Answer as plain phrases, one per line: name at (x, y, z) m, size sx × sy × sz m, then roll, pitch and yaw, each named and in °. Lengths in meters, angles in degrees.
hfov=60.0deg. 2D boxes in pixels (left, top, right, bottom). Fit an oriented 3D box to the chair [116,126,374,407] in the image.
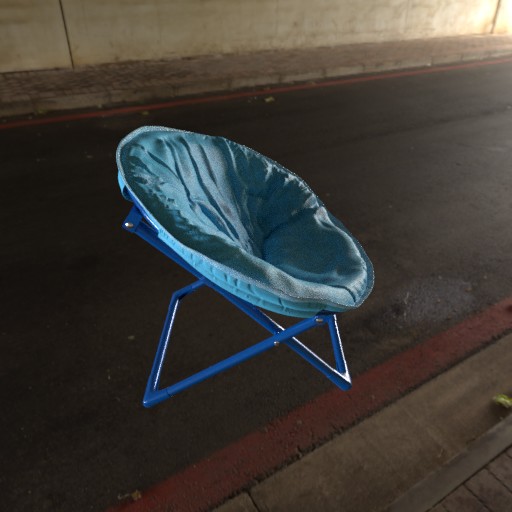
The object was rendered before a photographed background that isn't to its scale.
chair at (0.000, 0.000, 0.886) m, size 0.465 × 0.478 × 0.520 m, roll 0°, pitch 31°, yaw 0°
